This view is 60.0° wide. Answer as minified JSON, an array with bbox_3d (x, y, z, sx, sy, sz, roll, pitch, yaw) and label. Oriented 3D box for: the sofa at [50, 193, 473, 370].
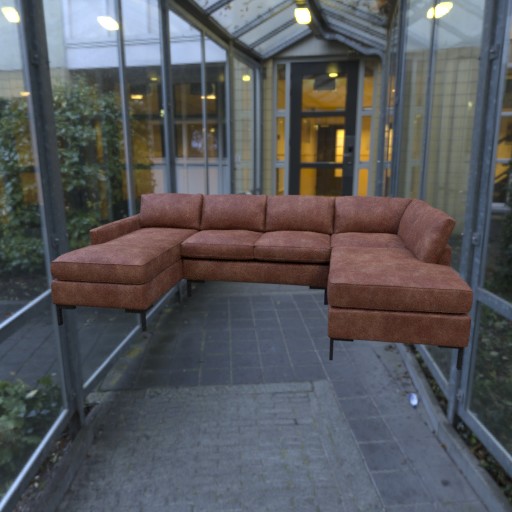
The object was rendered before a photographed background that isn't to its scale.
[{"bbox_3d":[0.000,0.000,3.770,2.956,0.900,1.939,2,13,10],"label":"sofa"}]
